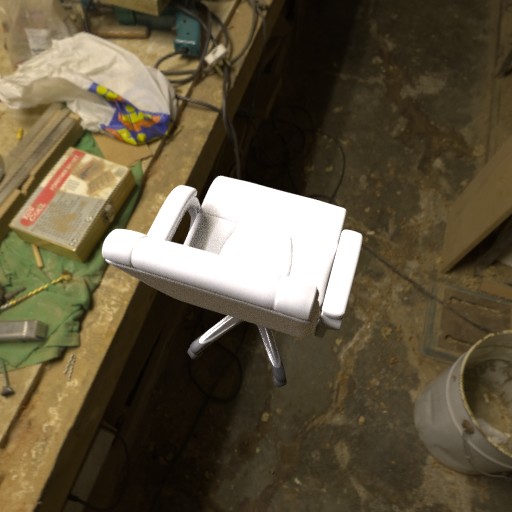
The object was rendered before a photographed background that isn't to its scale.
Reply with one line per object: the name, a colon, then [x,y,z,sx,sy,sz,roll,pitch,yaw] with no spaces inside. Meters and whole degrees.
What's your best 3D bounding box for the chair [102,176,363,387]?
chair: [0.000,0.000,1.544,0.687,1.120,0.738,16,63,8]
